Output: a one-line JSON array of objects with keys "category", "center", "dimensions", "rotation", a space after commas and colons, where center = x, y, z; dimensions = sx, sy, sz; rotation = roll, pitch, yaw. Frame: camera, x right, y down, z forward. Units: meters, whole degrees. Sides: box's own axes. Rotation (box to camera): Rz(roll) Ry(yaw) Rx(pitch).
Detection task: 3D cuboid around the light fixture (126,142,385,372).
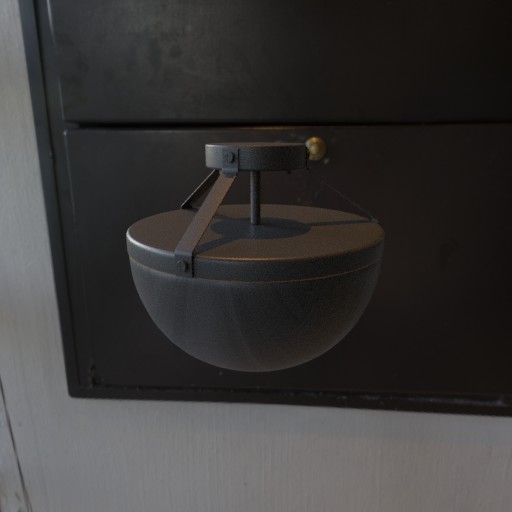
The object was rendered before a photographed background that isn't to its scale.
[{"category": "light fixture", "center": [0.000, 0.000, 0.549], "dimensions": [0.304, 0.269, 0.304], "rotation": [0, 16, 0]}]
